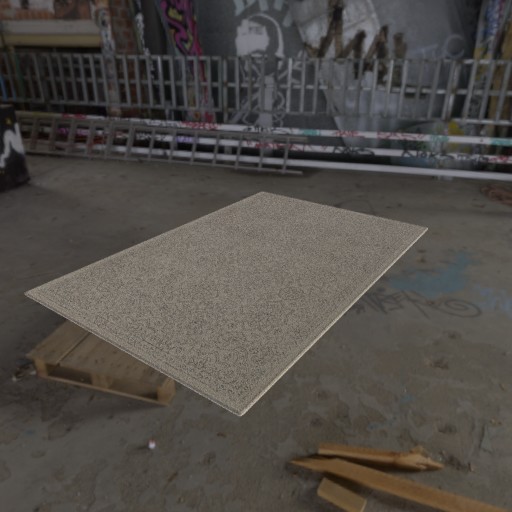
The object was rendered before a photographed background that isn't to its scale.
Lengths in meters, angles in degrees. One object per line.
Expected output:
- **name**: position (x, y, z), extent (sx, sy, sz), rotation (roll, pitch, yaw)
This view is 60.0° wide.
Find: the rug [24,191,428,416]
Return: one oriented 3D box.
- **rug**: position (0.000, 0.000, 2.307), extent (1.219, 0.010, 1.829), rotation (18, 31, 32)
